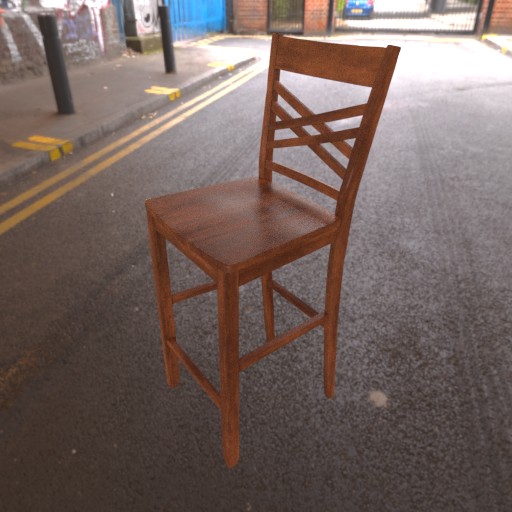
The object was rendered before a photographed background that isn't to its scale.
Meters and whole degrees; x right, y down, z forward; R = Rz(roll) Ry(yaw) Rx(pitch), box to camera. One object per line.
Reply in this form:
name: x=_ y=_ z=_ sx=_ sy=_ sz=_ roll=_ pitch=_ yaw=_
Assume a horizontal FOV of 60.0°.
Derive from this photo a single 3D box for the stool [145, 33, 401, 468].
stool: x=0.000 y=0.000 z=1.271 sx=0.487 sy=1.105 sz=0.433 roll=-20 pitch=36 yaw=-30
